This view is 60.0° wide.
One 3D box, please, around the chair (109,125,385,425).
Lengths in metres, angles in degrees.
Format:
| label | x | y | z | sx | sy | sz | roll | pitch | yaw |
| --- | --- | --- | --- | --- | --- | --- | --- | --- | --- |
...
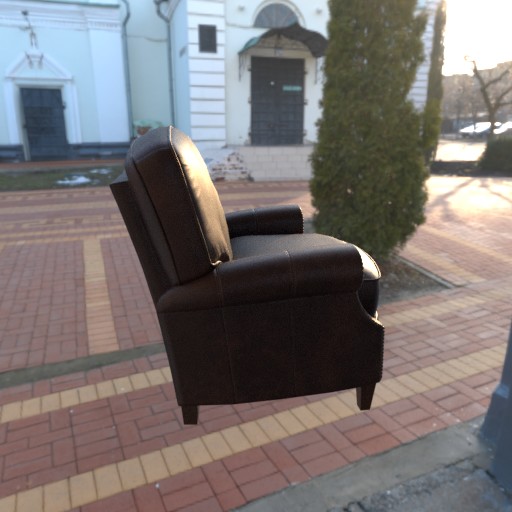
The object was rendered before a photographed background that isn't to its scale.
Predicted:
| label | x | y | z | sx | sy | sz | roll | pitch | yaw |
| --- | --- | --- | --- | --- | --- | --- | --- | --- | --- |
| chair | 0.000 | 0.000 | 1.803 | 0.986 | 1.018 | 0.936 | -2 | 16 | -8 |
